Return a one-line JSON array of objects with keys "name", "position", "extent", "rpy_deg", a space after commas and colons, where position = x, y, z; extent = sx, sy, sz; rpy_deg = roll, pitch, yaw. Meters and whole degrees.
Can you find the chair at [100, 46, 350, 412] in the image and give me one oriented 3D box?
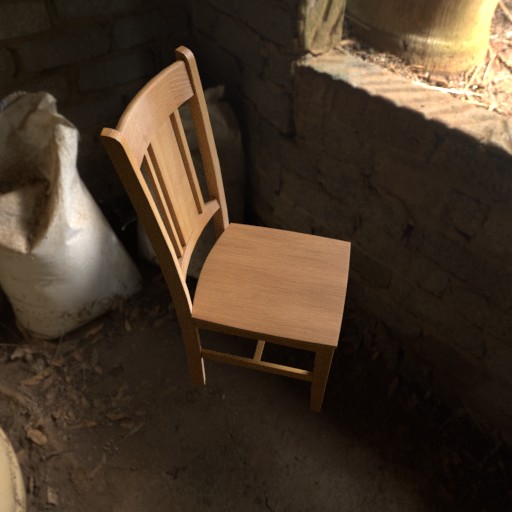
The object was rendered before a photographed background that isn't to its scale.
[{"name": "chair", "position": [0.000, 0.000, 1.318], "extent": [0.556, 0.998, 0.450], "rpy_deg": [10, 47, 9]}]
